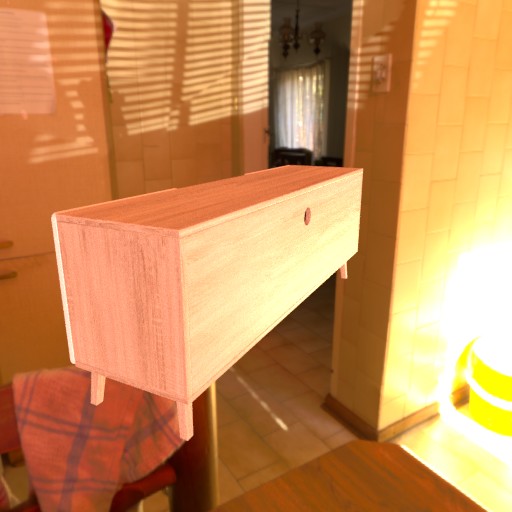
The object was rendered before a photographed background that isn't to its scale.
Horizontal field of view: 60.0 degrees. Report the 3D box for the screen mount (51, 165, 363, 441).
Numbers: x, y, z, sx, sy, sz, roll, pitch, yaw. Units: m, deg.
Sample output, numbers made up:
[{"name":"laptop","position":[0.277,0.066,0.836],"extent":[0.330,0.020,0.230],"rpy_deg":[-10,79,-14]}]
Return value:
[{"name":"screen mount","position":[0.000,0.000,1.745],"extent":[0.420,0.570,1.500],"rpy_deg":[9,19,26]}]
